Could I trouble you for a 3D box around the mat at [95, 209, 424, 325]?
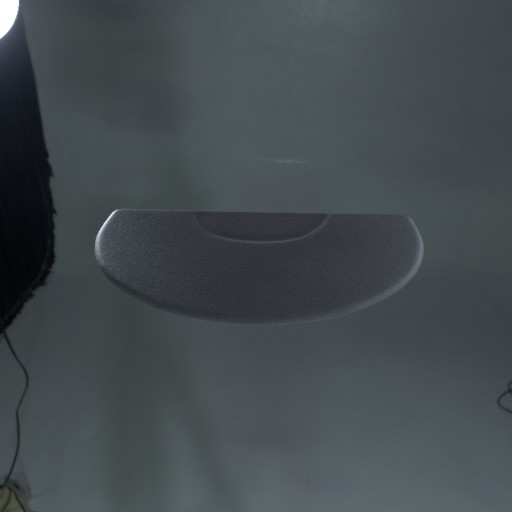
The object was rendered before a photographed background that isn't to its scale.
[{"bbox_3d":[0.000,0.000,1.897,1.525,0.016,0.917,1,30,2],"label":"mat"}]
